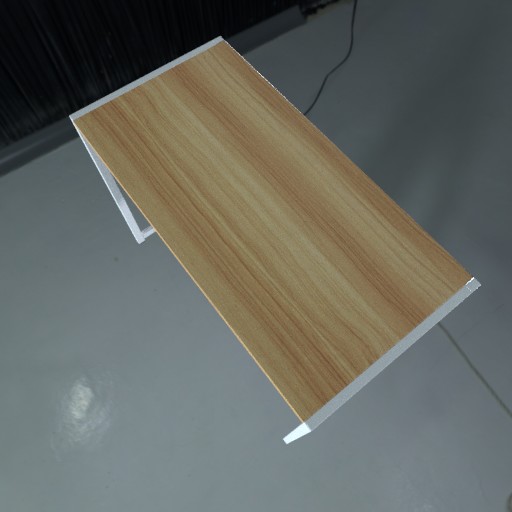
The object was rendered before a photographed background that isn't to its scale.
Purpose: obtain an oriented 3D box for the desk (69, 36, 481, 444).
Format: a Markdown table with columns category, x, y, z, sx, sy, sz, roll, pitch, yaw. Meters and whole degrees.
| category | x | y | z | sx | sy | sz | roll | pitch | yaw |
| --- | --- | --- | --- | --- | --- | --- | --- | --- | --- |
| desk | 0.000 | 0.000 | 1.450 | 0.508 | 0.762 | 1.016 | -35 | 70 | -15 |
